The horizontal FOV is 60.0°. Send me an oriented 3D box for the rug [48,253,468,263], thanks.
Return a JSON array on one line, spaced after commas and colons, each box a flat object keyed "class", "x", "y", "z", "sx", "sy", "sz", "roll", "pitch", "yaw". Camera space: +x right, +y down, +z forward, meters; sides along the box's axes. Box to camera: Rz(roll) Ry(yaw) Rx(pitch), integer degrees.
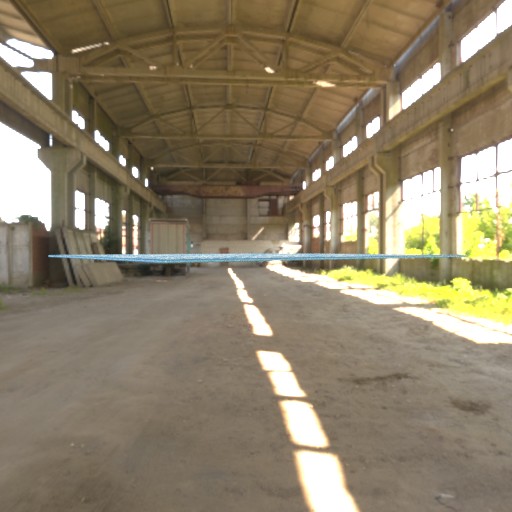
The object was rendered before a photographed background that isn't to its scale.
[{"class": "rug", "x": 0.000, "y": 0.000, "z": 3.979, "sx": 2.964, "sy": 0.018, "sz": 2.350, "roll": -1, "pitch": 1, "yaw": -38}]
